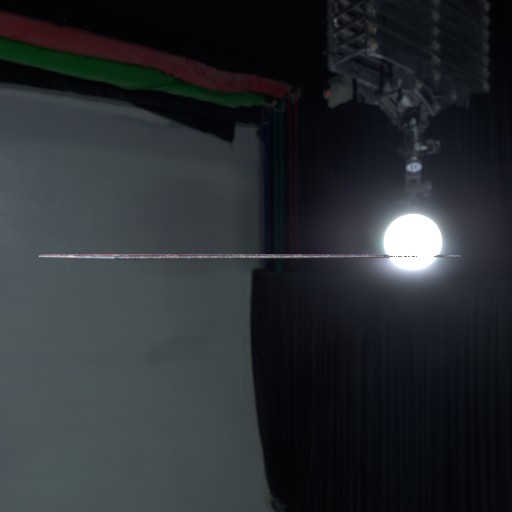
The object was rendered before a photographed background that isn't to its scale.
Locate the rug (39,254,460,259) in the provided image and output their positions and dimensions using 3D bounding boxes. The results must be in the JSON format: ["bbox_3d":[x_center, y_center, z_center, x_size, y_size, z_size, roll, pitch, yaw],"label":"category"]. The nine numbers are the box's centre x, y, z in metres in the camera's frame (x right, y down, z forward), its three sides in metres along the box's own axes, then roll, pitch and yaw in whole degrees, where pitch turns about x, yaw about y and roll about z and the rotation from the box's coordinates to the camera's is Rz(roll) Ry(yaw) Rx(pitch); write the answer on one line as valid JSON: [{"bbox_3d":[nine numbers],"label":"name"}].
[{"bbox_3d":[0.000,0.000,3.019,2.449,0.018,1.539,0,0,-36],"label":"rug"}]
